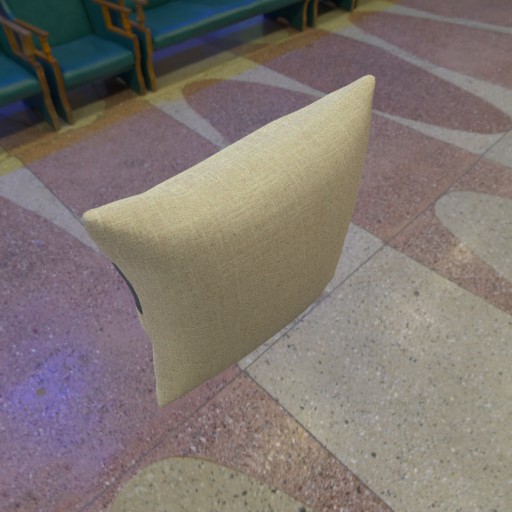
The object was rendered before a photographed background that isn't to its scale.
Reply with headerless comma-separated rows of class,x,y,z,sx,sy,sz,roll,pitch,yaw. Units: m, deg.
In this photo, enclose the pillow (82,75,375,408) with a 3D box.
pillow,0.000,0.000,0.629,0.414,0.399,0.173,-34,55,-27
